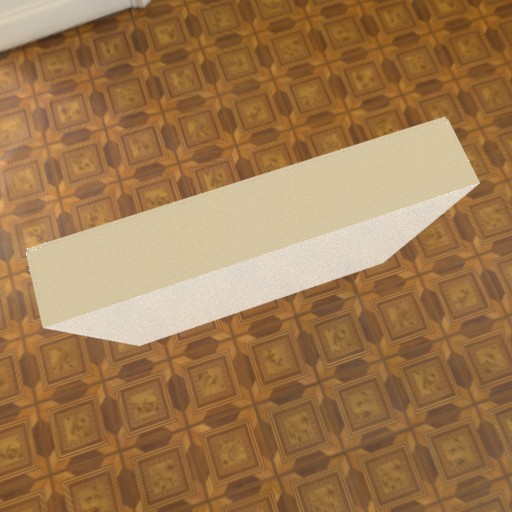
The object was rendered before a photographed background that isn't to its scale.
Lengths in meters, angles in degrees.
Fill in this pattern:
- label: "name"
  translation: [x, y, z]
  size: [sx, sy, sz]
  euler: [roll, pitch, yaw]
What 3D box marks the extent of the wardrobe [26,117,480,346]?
- label: "wardrobe"
  translation: [0.000, 0.000, 4.085]
  size: [3.000, 2.360, 0.580]
  euler: [-18, 77, -5]
